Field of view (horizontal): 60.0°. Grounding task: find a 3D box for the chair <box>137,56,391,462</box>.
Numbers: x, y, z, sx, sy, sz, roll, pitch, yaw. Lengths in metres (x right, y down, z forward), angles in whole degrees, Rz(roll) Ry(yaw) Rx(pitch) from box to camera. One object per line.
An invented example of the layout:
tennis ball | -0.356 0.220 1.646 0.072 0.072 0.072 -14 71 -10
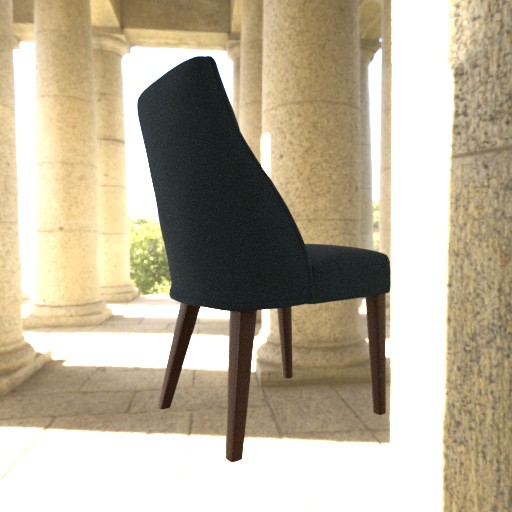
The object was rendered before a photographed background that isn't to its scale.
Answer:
chair | 0.000 0.000 1.294 0.620 0.930 0.500 -1 2 -35
